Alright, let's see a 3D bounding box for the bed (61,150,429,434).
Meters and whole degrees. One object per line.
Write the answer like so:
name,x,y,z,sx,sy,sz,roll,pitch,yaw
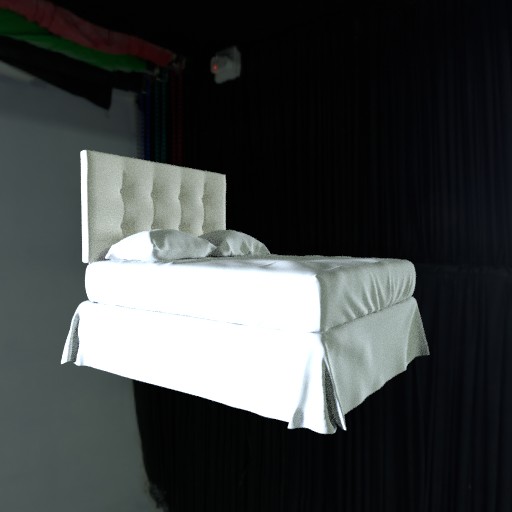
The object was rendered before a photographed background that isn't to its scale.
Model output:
bed,0.000,0.000,3.393,2.222,1.577,1.936,2,3,35
